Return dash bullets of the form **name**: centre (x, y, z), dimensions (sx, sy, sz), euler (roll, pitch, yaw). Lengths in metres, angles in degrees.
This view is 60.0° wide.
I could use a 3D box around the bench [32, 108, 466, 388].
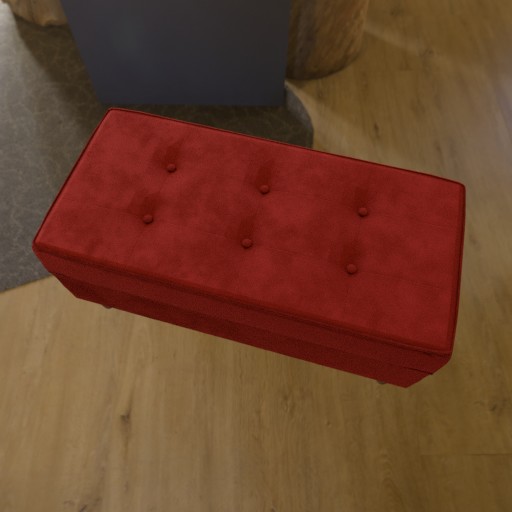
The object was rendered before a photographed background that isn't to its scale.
- **bench**: centre (0.000, 0.000, 1.295), dimensions (1.016, 0.471, 0.492), euler (14, 64, 7)
